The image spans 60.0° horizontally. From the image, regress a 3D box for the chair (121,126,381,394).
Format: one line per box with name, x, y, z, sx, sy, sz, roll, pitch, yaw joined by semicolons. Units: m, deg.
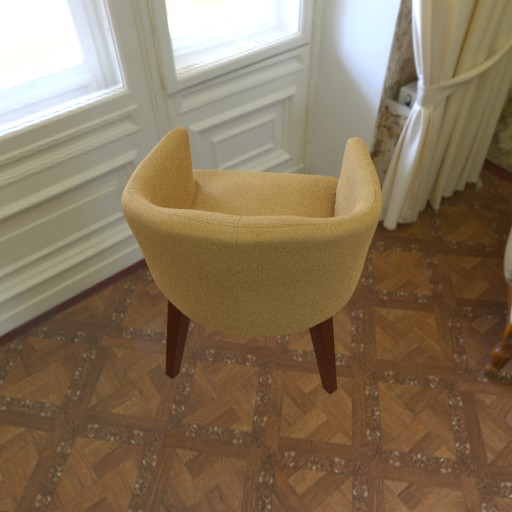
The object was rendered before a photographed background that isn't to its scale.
chair;0.000;0.000;1.263;0.583;0.811;0.655;5;48;4
